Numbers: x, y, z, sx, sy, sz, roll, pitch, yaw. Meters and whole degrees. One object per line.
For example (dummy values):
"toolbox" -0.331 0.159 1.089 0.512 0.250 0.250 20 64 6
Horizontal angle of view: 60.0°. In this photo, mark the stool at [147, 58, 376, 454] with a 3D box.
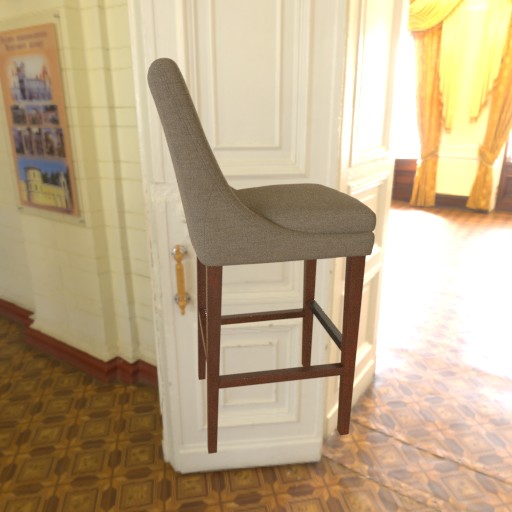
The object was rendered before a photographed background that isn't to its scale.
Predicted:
"stool" 0.000 0.000 1.369 0.577 1.078 0.470 -4 19 -11
